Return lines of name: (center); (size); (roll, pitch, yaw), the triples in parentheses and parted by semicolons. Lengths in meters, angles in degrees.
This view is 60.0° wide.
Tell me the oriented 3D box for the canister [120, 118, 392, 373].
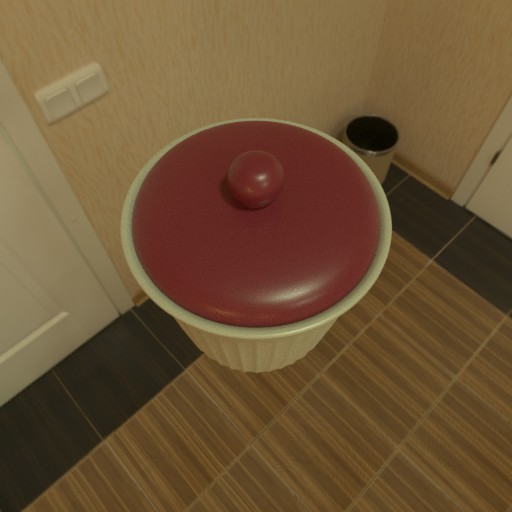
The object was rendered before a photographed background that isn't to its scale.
canister: (0.000, 0.000, 0.348); (0.181, 0.211, 0.181); (0, 59, 0)
